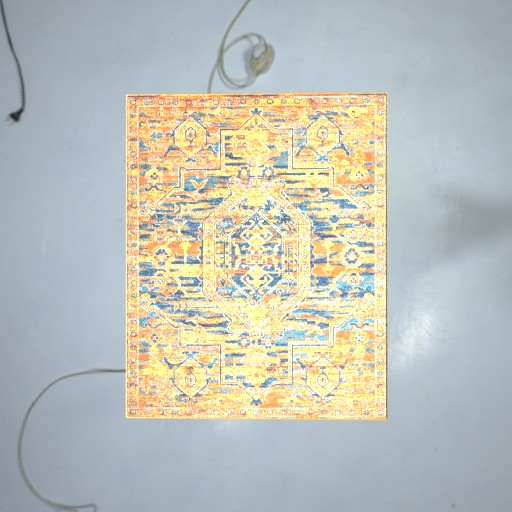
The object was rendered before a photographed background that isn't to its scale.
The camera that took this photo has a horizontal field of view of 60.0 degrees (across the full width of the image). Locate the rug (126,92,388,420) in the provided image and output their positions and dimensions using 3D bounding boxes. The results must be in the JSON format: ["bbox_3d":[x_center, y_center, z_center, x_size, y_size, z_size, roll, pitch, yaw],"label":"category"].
[{"bbox_3d":[0.000,0.000,4.128,2.435,0.031,3.040,0,90,1],"label":"rug"}]
